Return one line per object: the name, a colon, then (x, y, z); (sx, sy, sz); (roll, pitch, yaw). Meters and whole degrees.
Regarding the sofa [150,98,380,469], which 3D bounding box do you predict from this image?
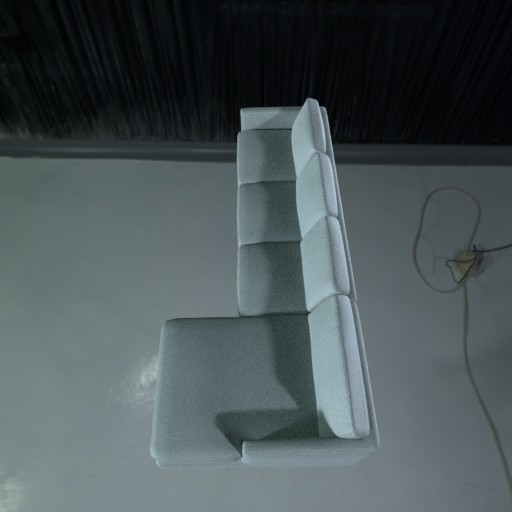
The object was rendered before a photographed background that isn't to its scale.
sofa: (0.000, 0.000, 4.055); (1.604, 0.950, 3.471); (-1, 58, -1)
